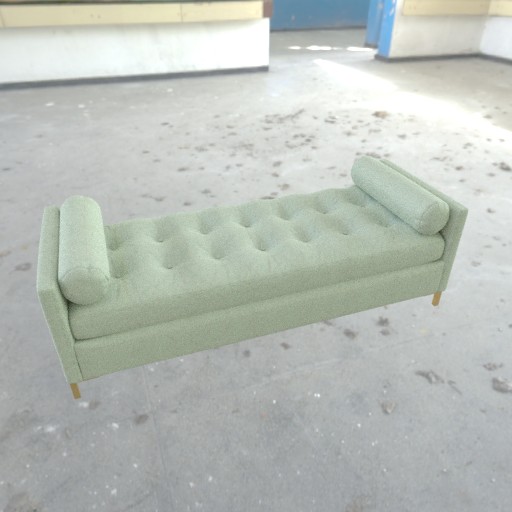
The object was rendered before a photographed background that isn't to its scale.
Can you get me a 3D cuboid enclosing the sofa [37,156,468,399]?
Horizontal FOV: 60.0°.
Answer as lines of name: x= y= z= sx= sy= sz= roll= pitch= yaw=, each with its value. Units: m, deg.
sofa: x=0.000 y=0.000 z=2.461 sx=2.102 sy=0.705 sz=0.796 roll=-11 pitch=35 yaw=-16
